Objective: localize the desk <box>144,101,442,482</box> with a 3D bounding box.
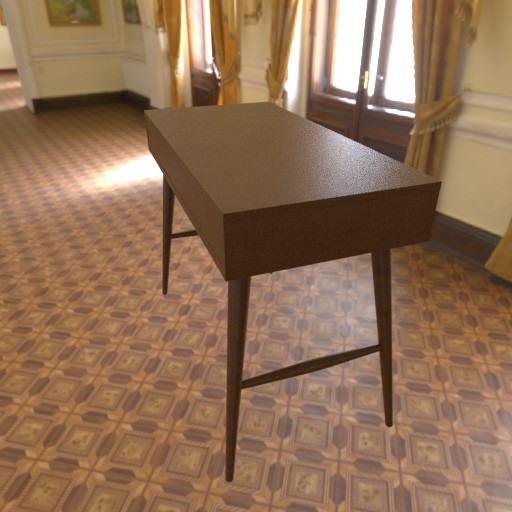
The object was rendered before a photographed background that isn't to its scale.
[{"bbox_3d":[0.000,0.000,1.412,0.510,0.758,0.949,-10,31,-18],"label":"desk"}]
